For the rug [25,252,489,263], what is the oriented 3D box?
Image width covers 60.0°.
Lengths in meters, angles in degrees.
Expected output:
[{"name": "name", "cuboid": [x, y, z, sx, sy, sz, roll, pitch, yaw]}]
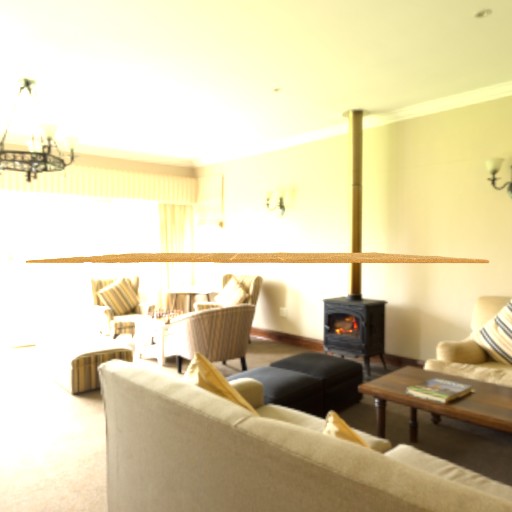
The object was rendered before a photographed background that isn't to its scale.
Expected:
[{"name": "rug", "cuboid": [0.000, 0.000, 0.880, 0.639, 0.006, 0.548, 0, 1, -1]}]
